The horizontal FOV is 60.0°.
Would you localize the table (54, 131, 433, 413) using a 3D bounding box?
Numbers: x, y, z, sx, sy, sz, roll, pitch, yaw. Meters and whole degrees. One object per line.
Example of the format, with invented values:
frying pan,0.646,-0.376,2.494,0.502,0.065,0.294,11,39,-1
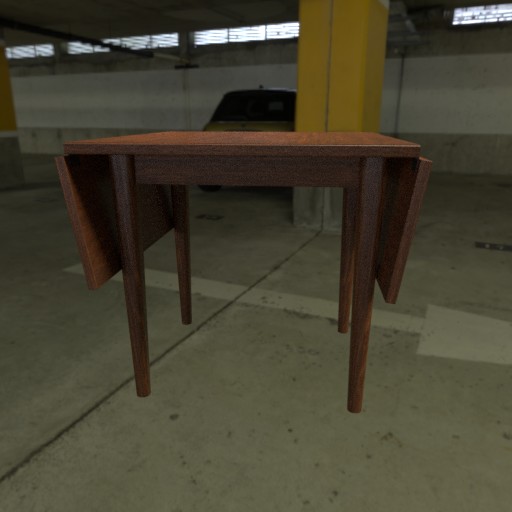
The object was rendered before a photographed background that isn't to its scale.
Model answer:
table,0.000,0.000,1.459,0.843,0.763,0.812,2,18,7
